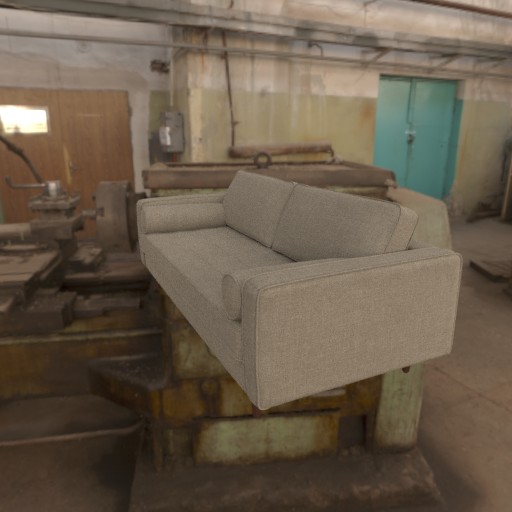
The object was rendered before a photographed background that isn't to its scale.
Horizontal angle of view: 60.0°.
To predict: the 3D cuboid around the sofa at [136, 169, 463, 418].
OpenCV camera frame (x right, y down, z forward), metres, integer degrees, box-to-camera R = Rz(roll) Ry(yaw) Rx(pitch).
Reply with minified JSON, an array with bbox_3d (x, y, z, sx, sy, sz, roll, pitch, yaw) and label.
[{"bbox_3d":[0.000,0.000,2.366,0.914,0.762,1.879,-8,18,-24],"label":"sofa"}]
